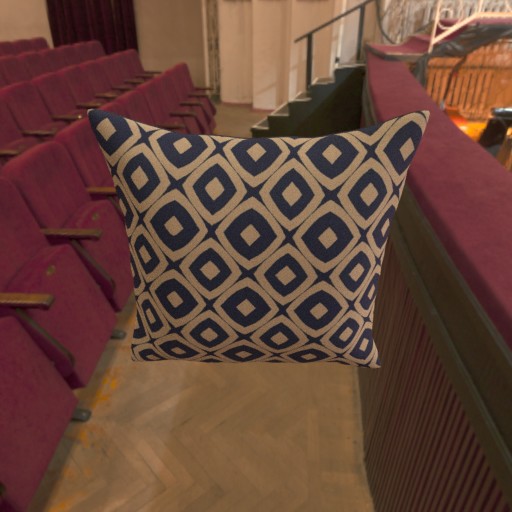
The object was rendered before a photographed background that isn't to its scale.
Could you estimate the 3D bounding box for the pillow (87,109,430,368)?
[{"bbox_3d":[0.000,0.000,0.771,0.504,0.494,0.188,1,29,2],"label":"pillow"}]
